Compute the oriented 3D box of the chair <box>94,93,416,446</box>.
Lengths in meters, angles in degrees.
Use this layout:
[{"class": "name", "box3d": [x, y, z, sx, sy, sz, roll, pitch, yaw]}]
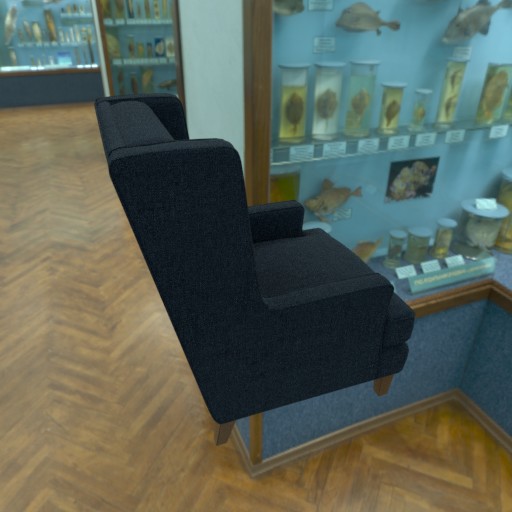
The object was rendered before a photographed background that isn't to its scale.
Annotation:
[{"class": "chair", "box3d": [0.000, 0.000, 1.649, 0.947, 1.072, 0.764, -10, 31, -17]}]
